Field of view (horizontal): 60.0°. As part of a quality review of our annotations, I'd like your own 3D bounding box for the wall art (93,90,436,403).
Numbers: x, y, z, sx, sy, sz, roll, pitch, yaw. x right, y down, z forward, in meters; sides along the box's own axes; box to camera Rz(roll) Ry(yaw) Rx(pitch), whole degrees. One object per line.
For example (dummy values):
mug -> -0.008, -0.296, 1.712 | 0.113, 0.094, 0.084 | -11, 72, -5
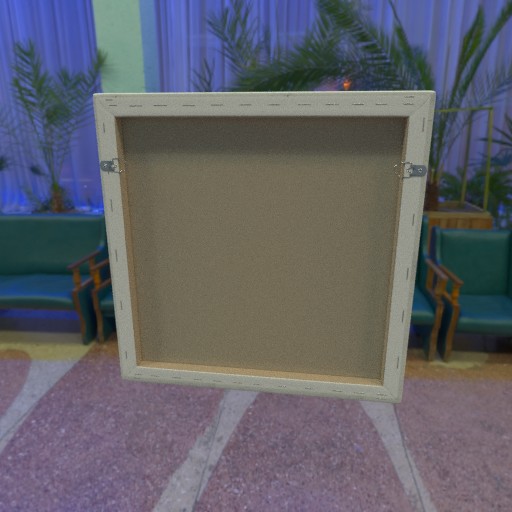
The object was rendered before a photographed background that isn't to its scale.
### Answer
wall art -> 0.000, 0.000, 1.099 | 0.762, 0.762, 0.038 | 2, 17, 8
